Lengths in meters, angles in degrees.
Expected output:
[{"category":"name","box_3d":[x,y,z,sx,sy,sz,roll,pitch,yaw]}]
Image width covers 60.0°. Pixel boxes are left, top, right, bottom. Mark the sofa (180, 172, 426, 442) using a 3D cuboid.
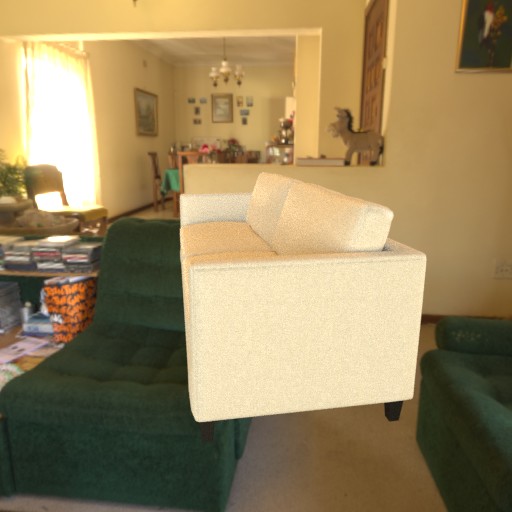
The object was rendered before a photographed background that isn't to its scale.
[{"category":"sofa","box_3d":[0.000,0.000,2.844,0.948,0.965,2.434,-2,14,-10]}]
